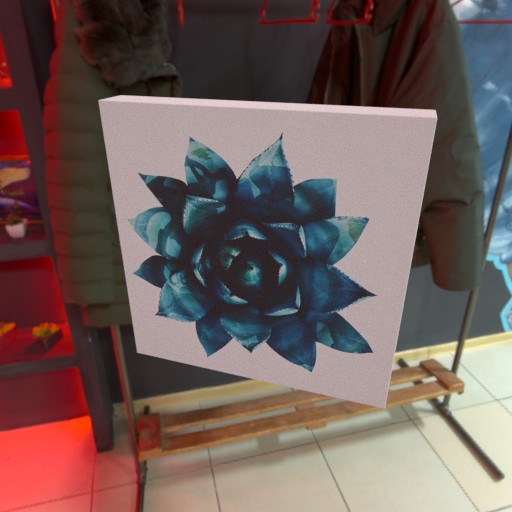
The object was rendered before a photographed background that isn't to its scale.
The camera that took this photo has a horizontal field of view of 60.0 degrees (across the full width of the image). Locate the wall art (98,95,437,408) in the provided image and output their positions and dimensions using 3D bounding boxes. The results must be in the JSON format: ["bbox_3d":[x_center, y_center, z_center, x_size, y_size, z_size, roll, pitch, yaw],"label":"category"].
[{"bbox_3d":[0.000,0.000,0.467,0.305,0.305,0.038,8,28,16],"label":"wall art"}]
